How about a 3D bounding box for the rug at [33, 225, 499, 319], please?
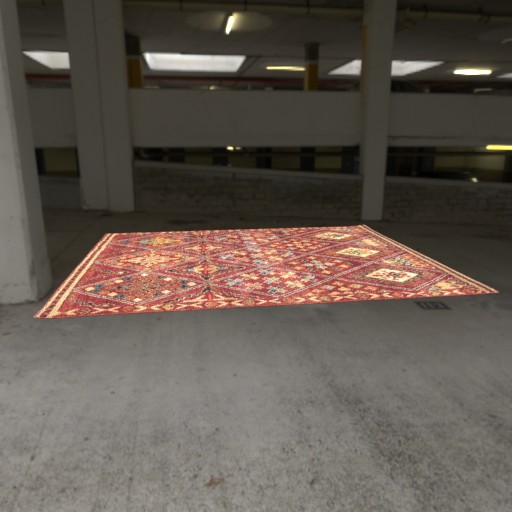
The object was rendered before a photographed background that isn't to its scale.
[{"bbox_3d":[0.000,0.000,4.060,3.086,0.030,2.489,-2,15,-8],"label":"rug"}]
